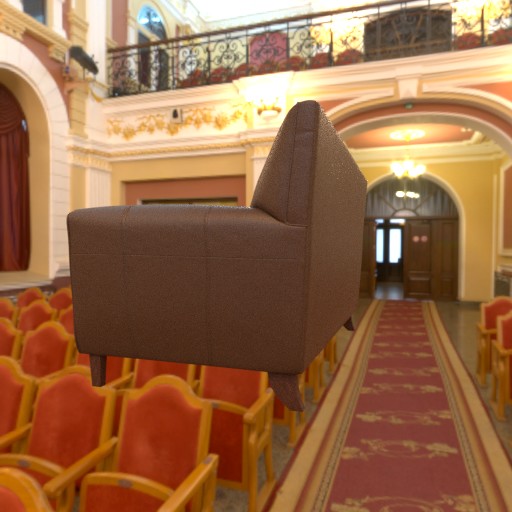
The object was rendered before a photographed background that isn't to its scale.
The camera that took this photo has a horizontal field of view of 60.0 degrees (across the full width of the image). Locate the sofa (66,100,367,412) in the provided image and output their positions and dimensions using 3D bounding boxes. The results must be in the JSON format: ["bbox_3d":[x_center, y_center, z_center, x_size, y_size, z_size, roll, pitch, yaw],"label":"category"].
[{"bbox_3d":[0.000,0.000,1.996,0.853,0.859,1.468,0,1,19],"label":"sofa"}]
